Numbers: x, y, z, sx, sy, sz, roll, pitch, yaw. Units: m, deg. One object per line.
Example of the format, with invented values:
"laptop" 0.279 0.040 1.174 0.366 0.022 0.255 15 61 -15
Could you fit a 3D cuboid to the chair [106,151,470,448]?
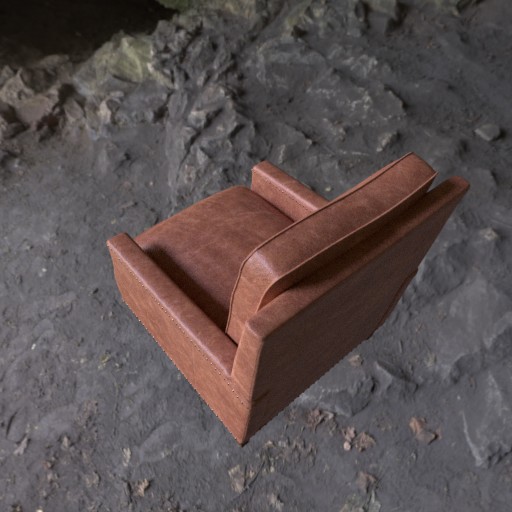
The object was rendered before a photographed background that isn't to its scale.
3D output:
"chair" 0.000 0.000 1.745 0.854 1.054 1.035 -32 55 -26
